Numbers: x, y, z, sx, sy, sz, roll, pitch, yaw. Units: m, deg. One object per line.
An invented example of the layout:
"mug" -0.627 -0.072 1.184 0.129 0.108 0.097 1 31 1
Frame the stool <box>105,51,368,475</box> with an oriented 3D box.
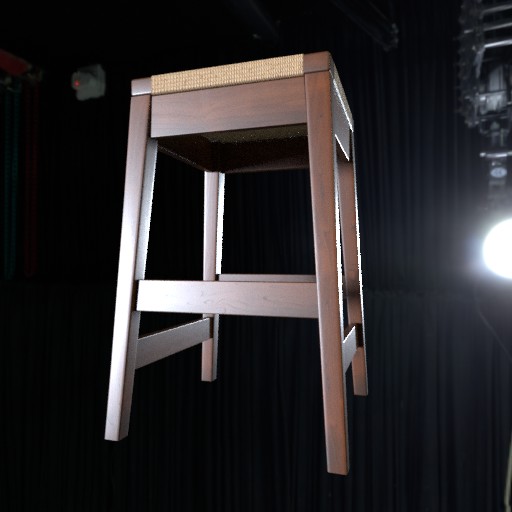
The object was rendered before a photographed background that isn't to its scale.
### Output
"stool" 0.000 0.000 1.086 0.497 0.762 0.507 0 -1 18
